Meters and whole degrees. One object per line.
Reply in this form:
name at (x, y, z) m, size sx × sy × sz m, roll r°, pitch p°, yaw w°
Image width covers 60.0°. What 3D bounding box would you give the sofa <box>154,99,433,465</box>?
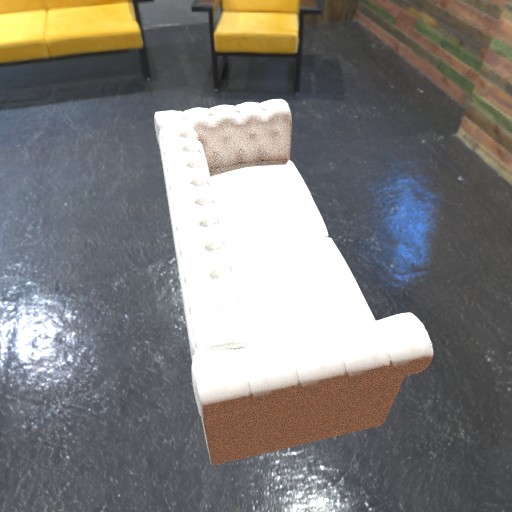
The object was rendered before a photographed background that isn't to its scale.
sofa at (0.000, 0.000, 2.186) m, size 0.771 × 0.796 × 1.798 m, roll -9°, pitch 46°, yaw -9°
